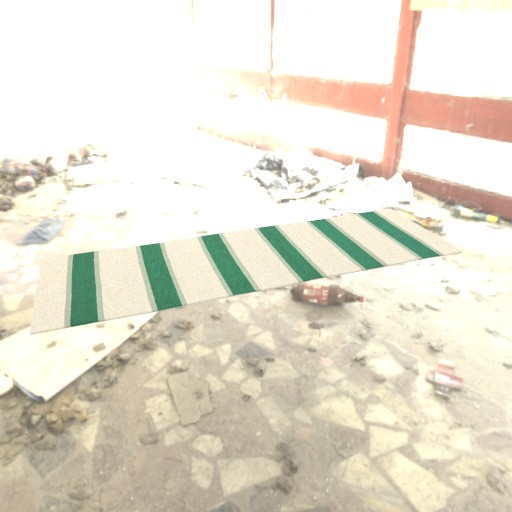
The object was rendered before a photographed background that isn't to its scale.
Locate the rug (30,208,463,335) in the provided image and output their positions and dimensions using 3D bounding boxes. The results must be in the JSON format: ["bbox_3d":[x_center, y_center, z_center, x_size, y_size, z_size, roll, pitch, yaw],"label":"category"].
[{"bbox_3d":[0.000,0.000,2.676,2.438,0.012,0.768,-9,29,-17],"label":"rug"}]
